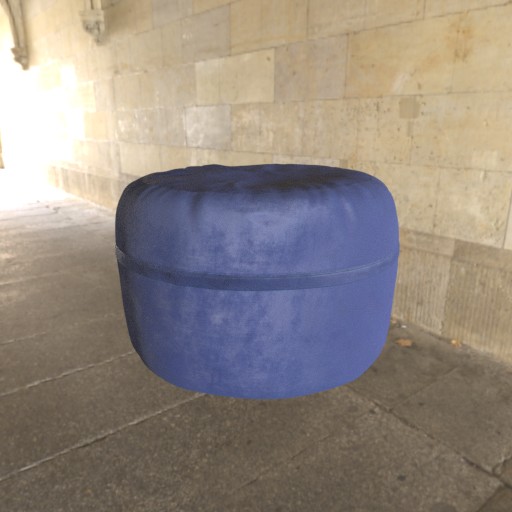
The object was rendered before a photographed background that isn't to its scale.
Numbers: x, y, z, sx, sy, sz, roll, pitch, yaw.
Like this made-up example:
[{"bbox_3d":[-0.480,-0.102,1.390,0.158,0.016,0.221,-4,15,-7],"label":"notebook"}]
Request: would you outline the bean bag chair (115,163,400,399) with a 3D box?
[{"bbox_3d":[0.000,0.000,1.986,1.219,0.762,1.219,0,16,0],"label":"bean bag chair"}]
